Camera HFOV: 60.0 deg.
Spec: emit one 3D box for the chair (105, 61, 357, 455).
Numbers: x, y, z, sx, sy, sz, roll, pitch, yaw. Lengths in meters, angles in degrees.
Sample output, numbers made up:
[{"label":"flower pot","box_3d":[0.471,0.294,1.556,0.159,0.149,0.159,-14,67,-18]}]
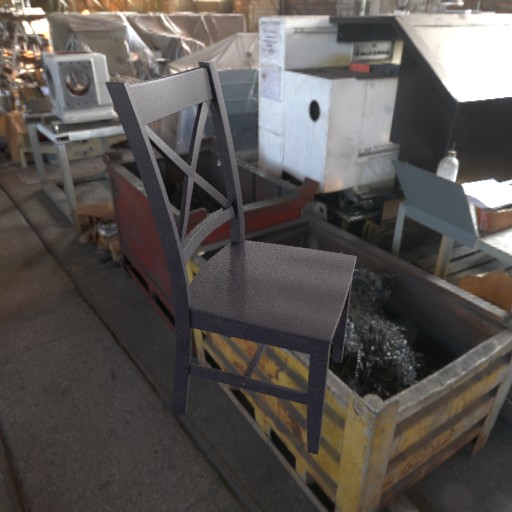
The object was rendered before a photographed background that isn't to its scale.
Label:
[{"label":"chair","box_3d":[0.000,0.000,1.285,0.542,0.983,0.485,9,30,17]}]
